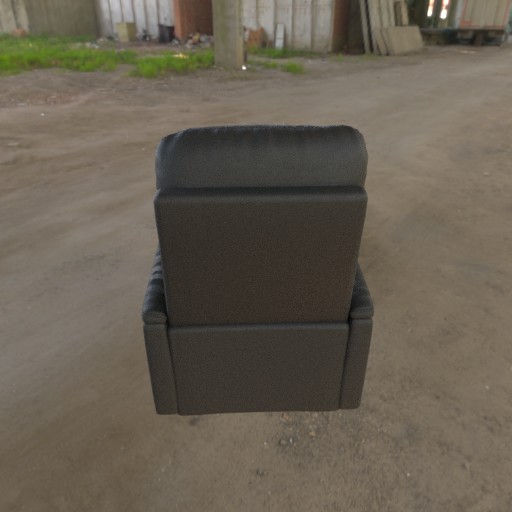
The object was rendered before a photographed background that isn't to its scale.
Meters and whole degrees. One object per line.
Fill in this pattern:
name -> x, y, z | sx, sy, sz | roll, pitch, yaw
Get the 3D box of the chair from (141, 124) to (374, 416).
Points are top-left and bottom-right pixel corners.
chair -> 0.000, 0.000, 1.663 | 0.775, 1.082, 0.831 | -1, 29, -2
